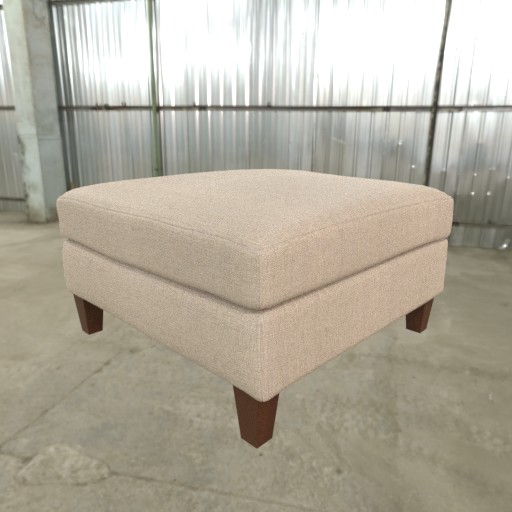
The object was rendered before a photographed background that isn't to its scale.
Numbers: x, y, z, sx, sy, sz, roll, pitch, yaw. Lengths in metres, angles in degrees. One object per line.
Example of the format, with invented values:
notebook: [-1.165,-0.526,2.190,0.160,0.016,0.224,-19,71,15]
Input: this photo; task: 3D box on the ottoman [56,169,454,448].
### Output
ottoman: [0.000,0.000,1.323,0.838,0.481,0.838,15,22,42]
